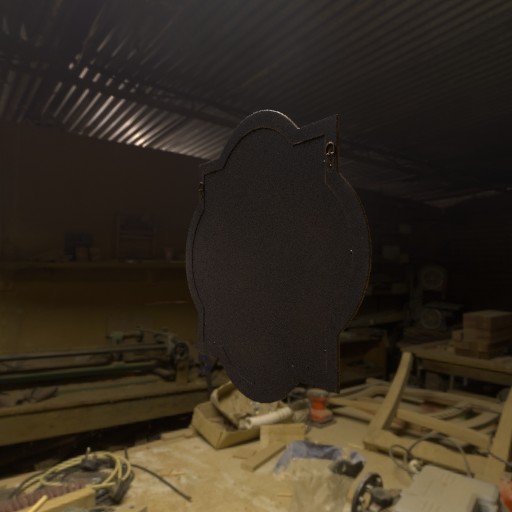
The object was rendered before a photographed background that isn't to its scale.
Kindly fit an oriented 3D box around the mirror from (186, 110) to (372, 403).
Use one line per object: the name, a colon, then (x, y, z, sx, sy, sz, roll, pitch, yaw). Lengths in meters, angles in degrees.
mirror: (0.000, 0.000, 1.087, 0.019, 0.686, 0.686, 1, -2, -37)
